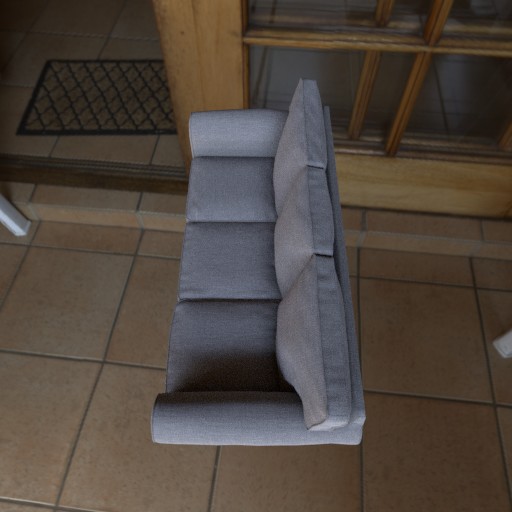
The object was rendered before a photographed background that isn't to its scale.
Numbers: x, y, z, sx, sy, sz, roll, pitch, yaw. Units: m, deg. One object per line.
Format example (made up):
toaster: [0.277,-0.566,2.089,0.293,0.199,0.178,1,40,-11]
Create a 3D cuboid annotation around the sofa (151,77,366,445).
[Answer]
sofa: [0.000,0.000,2.559,0.916,0.961,2.084,0,58,0]
